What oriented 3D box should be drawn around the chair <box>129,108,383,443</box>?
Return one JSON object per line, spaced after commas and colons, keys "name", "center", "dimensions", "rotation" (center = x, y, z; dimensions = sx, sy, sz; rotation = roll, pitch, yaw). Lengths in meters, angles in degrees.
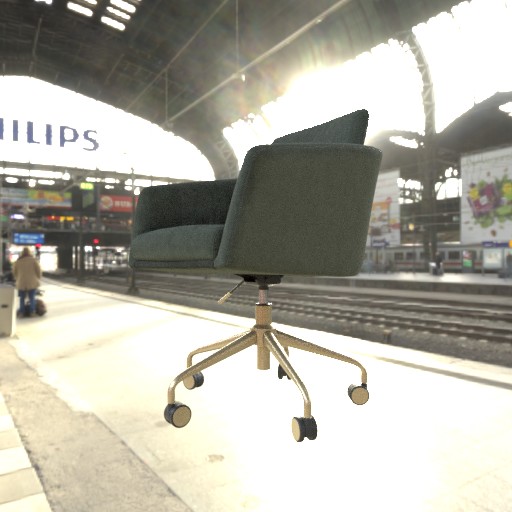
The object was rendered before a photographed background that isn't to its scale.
{"name": "chair", "center": [0.000, 0.000, 1.346], "dimensions": [0.635, 0.908, 0.641], "rotation": [0, -1, -37]}
